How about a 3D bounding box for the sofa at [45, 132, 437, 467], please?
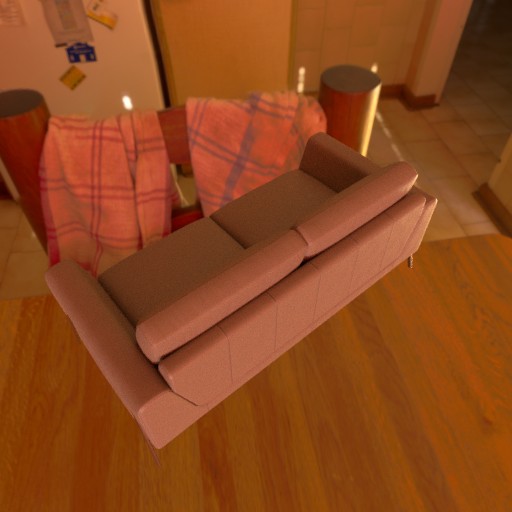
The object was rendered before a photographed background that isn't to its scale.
[{"bbox_3d":[0.000,0.000,2.527,2.017,0.875,0.953,-32,55,-26],"label":"sofa"}]
